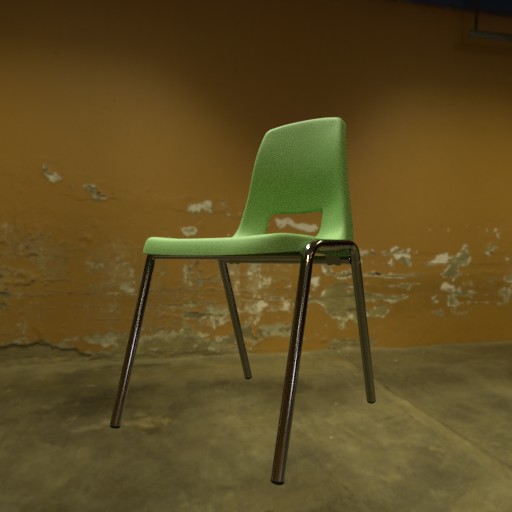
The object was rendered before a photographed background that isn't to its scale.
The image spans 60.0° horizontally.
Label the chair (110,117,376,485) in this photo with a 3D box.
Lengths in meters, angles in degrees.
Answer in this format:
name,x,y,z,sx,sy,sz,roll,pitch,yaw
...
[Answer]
name,x,y,z,sx,sy,sz,roll,pitch,yaw
chair,0.000,0.000,0.907,0.381,0.653,0.436,0,0,34
